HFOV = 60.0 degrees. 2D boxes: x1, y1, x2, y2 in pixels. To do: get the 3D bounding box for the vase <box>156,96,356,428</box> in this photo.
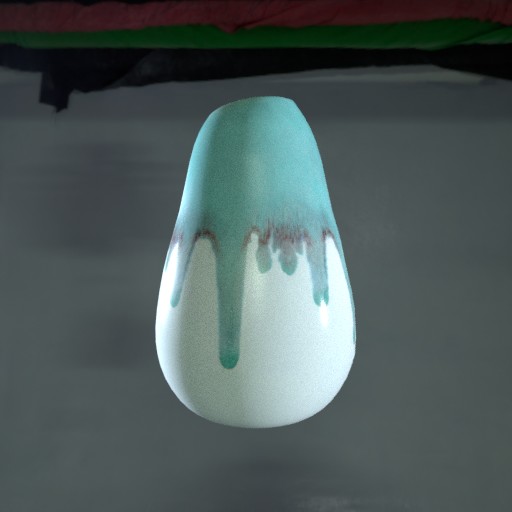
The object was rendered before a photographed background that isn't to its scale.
[{"bbox_3d":[0.000,0.000,0.261,0.116,0.179,0.116,0,3,0],"label":"vase"}]
